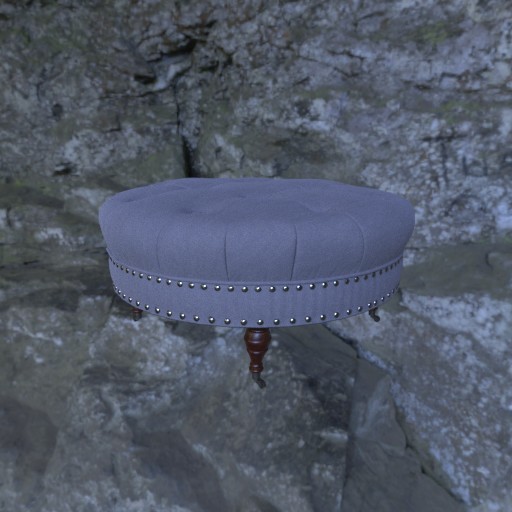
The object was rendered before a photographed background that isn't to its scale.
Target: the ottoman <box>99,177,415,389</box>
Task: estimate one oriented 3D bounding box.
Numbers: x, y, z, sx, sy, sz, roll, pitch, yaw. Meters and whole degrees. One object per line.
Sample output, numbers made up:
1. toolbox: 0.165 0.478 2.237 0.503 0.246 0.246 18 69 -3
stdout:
1. ottoman: 0.000 0.000 1.354 0.901 0.439 0.901 0 15 0
